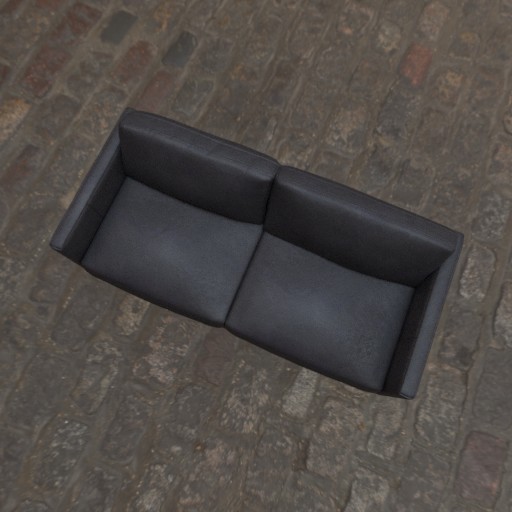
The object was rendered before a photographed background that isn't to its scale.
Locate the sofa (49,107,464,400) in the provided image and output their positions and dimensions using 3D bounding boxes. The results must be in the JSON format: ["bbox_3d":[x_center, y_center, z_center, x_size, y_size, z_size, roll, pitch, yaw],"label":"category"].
[{"bbox_3d":[0.000,0.000,2.489,1.971,0.863,0.933,22,76,6],"label":"sofa"}]
